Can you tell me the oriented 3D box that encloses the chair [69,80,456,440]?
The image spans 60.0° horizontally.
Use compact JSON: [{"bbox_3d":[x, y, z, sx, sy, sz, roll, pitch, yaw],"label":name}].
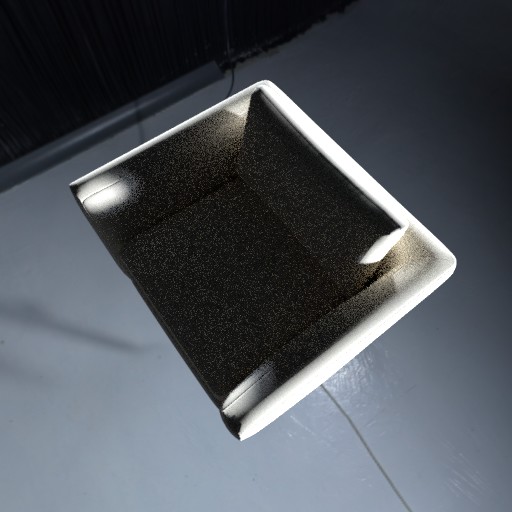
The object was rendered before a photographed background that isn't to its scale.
[{"bbox_3d":[0.000,0.000,1.701,0.889,0.865,1.041,-34,68,-15],"label":"chair"}]
